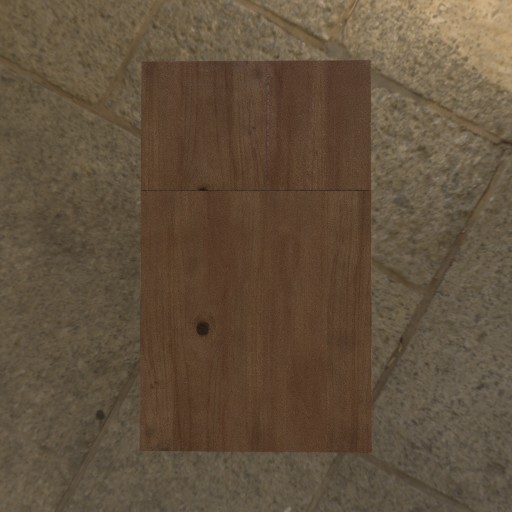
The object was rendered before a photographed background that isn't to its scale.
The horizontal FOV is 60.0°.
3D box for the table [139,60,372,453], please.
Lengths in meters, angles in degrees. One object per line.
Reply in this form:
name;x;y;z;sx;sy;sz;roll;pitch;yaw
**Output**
table;0.000;0.000;1.442;0.655;0.395;1.101;0;89;1
